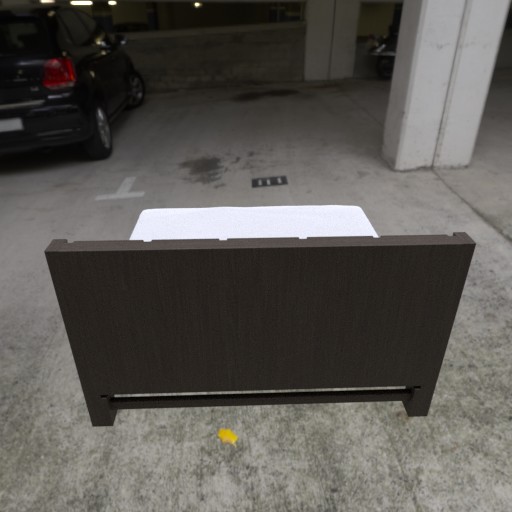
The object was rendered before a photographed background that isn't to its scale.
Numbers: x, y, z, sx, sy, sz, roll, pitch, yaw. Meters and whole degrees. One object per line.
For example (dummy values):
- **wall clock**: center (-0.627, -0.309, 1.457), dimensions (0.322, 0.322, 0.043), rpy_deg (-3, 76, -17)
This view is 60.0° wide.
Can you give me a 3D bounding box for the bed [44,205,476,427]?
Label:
- **bed**: center (0.000, 0.000, 3.371), dimensions (2.134, 1.270, 2.012), rpy_deg (-1, 30, -2)
